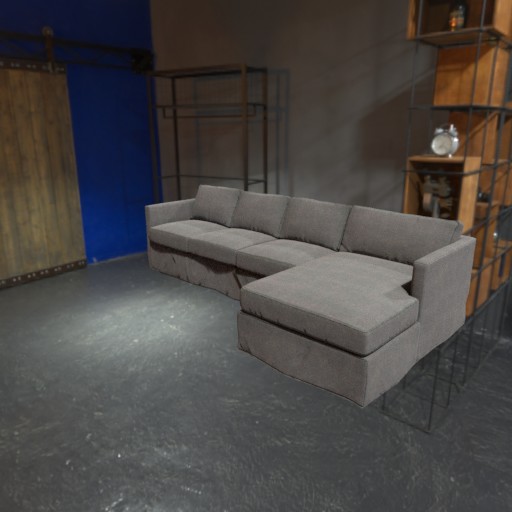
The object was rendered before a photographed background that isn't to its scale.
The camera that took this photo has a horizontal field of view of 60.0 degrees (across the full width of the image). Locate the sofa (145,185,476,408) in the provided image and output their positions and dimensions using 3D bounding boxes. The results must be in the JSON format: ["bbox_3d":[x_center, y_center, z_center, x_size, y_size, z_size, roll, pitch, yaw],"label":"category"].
[{"bbox_3d":[0.000,0.000,3.959,3.205,0.922,1.650,15,22,41],"label":"sofa"}]
